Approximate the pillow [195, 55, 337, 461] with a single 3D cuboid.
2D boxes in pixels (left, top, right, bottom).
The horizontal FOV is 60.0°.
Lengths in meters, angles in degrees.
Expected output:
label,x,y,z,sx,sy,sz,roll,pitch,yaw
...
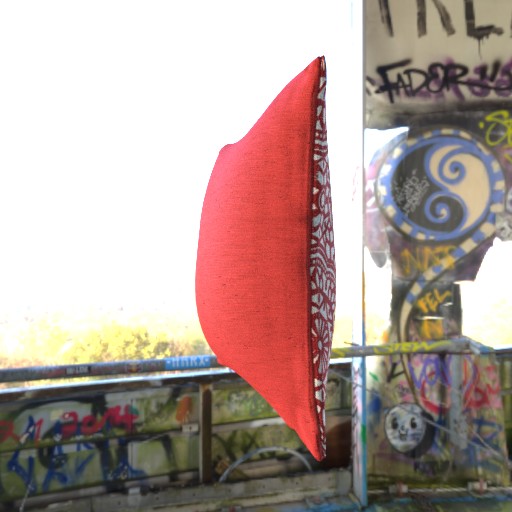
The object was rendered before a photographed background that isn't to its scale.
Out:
label,x,y,z,sx,sy,sz,roll,pitch,yaw
pillow,0.000,0.000,0.660,0.162,0.419,0.438,0,0,-18
